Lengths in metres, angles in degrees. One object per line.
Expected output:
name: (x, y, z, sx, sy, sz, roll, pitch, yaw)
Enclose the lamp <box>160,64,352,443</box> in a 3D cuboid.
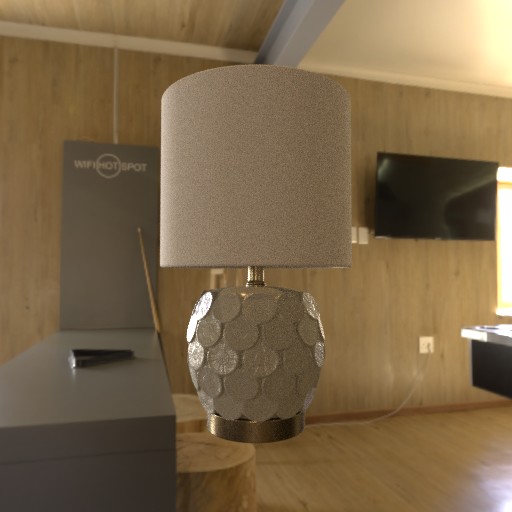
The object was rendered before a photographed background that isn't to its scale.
lamp: (0.000, 0.000, 0.601, 0.254, 0.452, 0.254, 0, -2, 0)
